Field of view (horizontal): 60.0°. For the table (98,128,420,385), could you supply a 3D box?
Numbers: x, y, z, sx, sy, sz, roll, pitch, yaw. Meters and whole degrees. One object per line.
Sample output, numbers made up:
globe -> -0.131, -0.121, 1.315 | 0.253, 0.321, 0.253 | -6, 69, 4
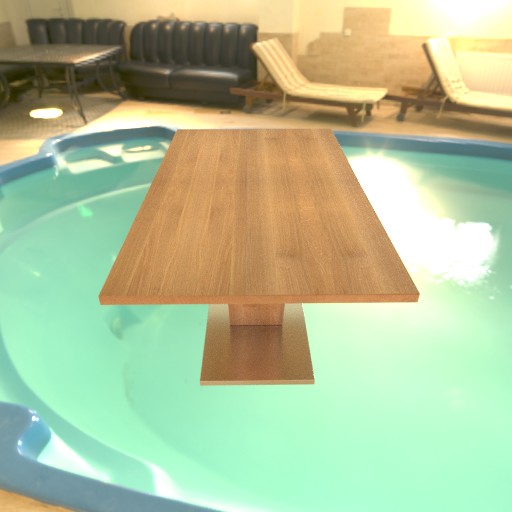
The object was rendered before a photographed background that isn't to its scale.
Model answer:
table -> 0.000, 0.000, 2.116 | 0.900, 0.750, 1.600 | 0, 32, -1
